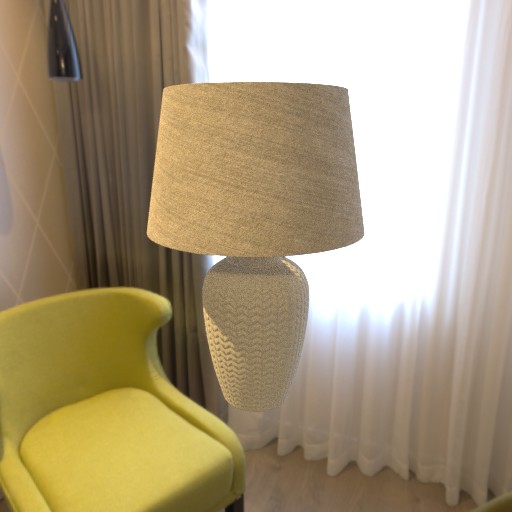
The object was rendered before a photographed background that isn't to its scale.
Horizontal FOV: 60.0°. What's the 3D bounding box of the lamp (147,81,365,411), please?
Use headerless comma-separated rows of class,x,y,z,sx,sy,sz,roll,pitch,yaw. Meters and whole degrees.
lamp,0.000,0.000,0.828,0.390,0.580,0.390,0,16,0
